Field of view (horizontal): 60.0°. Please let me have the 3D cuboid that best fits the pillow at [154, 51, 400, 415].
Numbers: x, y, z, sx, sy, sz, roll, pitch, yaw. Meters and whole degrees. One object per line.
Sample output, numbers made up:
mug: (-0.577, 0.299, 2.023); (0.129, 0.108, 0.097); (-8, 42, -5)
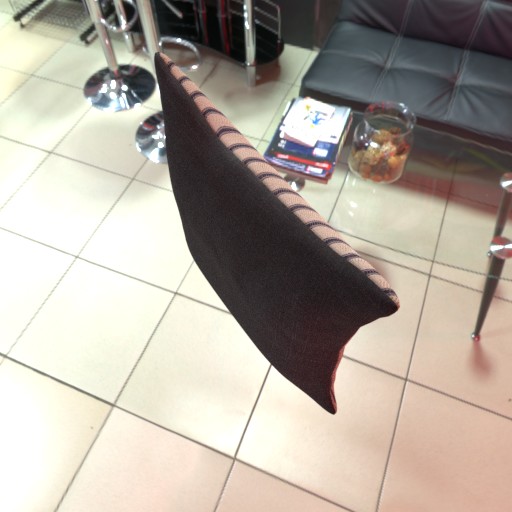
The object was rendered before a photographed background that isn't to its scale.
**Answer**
pillow: (0.000, 0.000, 0.685); (0.138, 0.444, 0.468); (-31, 63, -18)
